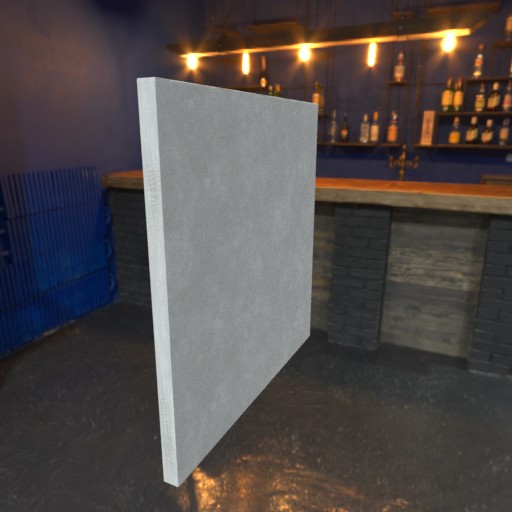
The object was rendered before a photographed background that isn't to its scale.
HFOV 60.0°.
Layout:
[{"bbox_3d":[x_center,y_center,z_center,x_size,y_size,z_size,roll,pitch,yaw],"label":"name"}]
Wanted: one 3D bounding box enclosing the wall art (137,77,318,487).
[{"bbox_3d":[0.000,0.000,0.443,0.015,0.303,0.303,8,17,25],"label":"wall art"}]
